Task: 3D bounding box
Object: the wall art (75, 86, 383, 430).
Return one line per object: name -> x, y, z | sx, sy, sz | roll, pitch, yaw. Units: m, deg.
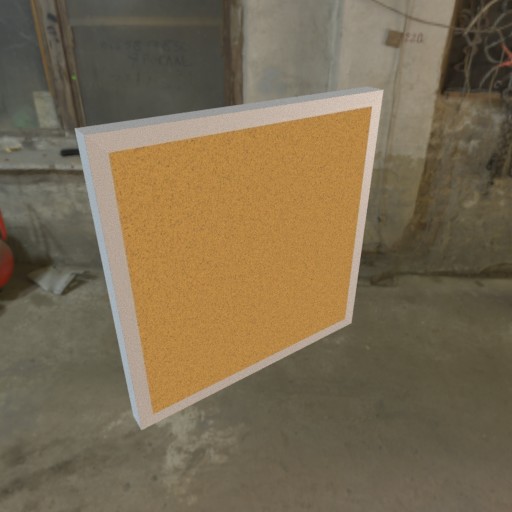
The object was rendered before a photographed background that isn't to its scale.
wall art -> 0.000, 0.000, 1.969 | 1.289, 1.291, 0.098 | -19, 35, -30
